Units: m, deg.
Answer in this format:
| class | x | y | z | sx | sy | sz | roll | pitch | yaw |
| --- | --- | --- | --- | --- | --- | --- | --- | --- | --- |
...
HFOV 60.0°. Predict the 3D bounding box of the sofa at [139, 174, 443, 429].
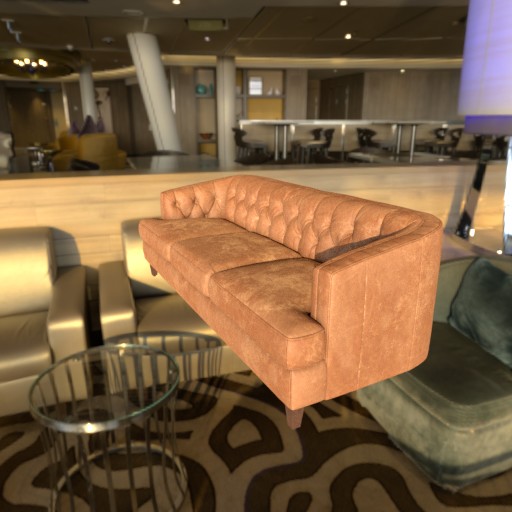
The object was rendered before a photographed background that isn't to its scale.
| class | x | y | z | sx | sy | sz | roll | pitch | yaw |
| --- | --- | --- | --- | --- | --- | --- | --- | --- | --- |
| sofa | 0.000 | 0.000 | 2.717 | 0.922 | 0.791 | 2.257 | -9 | 19 | -26 |
